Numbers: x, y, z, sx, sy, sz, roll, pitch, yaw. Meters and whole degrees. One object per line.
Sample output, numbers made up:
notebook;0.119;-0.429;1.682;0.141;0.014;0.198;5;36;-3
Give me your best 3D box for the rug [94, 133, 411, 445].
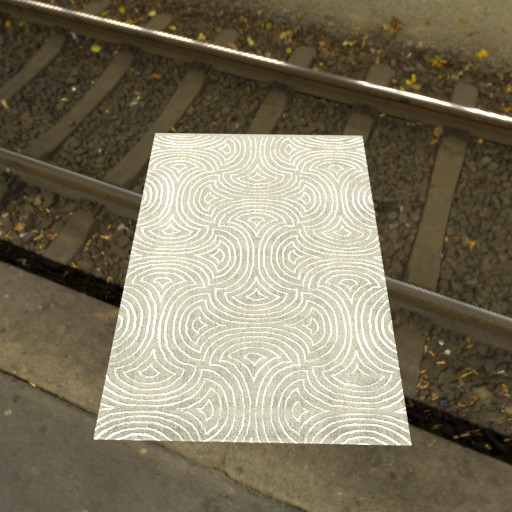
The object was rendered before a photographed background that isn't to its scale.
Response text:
rug;0.000;0.000;2.726;1.543;0.015;2.144;1;57;1
